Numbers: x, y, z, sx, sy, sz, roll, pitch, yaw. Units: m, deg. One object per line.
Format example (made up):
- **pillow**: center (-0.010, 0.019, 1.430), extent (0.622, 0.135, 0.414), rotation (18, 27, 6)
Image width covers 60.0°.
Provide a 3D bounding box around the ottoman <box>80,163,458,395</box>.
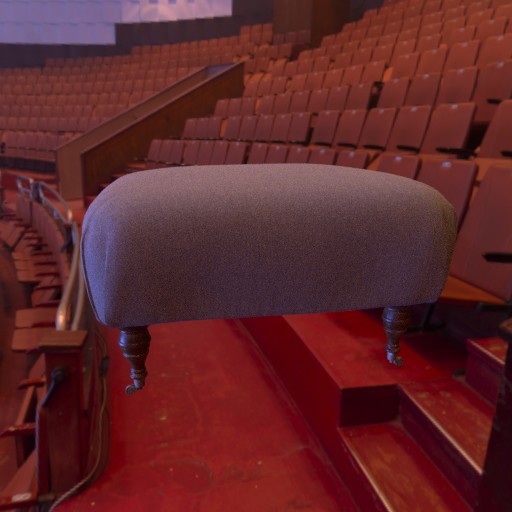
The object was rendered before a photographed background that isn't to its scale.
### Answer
- **ottoman**: center (0.000, 0.000, 1.114), extent (0.747, 0.450, 0.622), rotation (-3, 15, -11)
